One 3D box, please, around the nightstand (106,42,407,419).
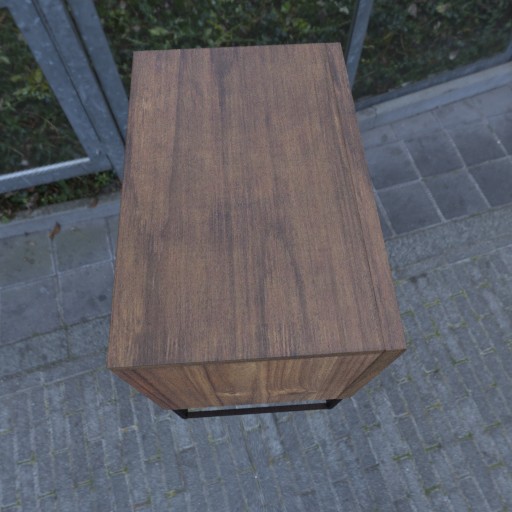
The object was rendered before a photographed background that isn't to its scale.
[{"bbox_3d":[0.000,0.000,0.999,0.437,0.610,0.610,-3,64,-2],"label":"nightstand"}]
